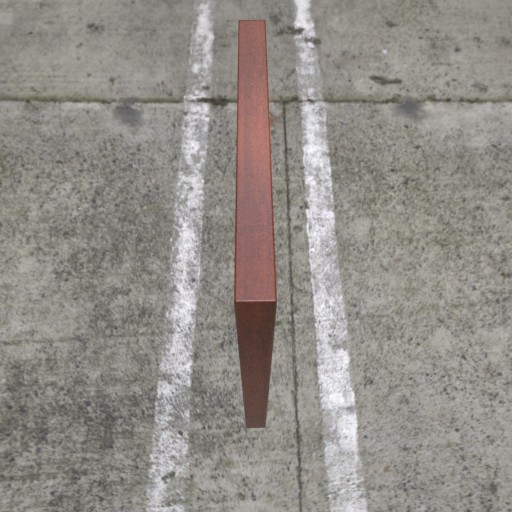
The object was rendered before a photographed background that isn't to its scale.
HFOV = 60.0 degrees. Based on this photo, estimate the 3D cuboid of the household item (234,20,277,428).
[{"bbox_3d":[0.000,0.000,0.337,0.020,0.250,0.200,-1,58,0],"label":"household item"}]
